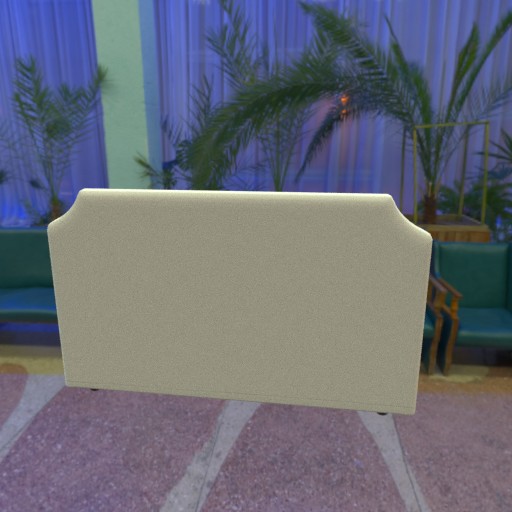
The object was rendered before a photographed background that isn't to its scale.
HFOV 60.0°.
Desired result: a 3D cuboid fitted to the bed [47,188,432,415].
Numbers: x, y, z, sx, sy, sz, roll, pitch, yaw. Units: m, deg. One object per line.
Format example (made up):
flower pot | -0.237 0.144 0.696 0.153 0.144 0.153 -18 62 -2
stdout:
bed | 0.000 0.000 3.562 2.160 1.301 2.204 2 16 8
